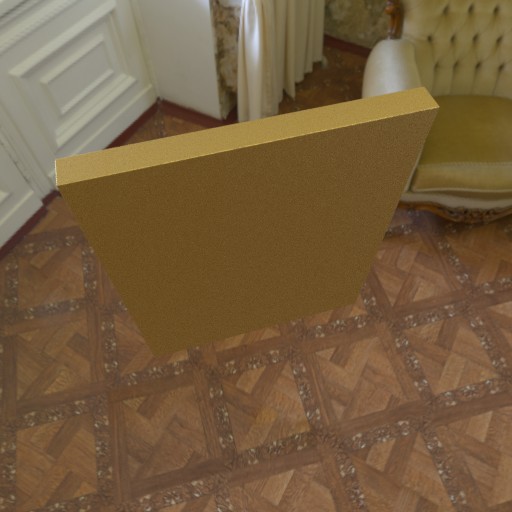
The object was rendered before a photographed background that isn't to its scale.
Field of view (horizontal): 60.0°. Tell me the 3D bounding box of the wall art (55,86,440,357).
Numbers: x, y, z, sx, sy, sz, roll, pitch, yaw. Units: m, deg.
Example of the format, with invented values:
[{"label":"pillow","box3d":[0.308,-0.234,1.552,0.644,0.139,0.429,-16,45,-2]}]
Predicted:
[{"label":"wall art","box3d":[0.000,0.000,0.881,0.537,0.642,0.048,-14,59,-9]}]
